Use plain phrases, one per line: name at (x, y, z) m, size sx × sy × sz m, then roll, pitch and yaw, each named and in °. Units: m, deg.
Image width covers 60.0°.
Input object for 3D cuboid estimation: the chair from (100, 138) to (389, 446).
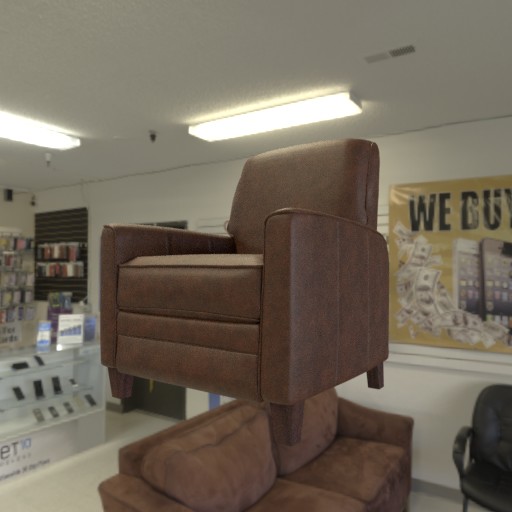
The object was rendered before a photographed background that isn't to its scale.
chair at (0.000, 0.000, 1.667) m, size 0.839 × 1.010 × 0.850 m, roll -1°, pitch -1°, yaw 35°
